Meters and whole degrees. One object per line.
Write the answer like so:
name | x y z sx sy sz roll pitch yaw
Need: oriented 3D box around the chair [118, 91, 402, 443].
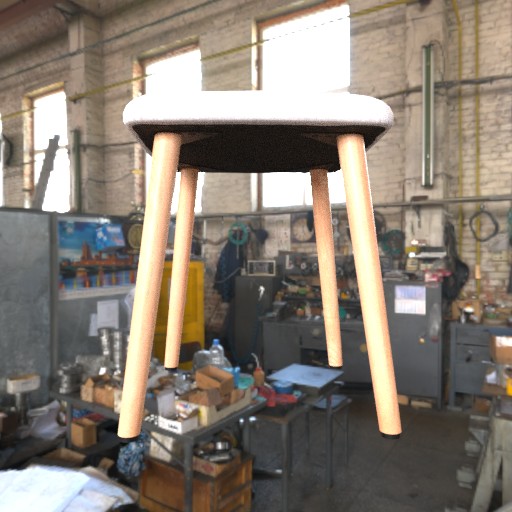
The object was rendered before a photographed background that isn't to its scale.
chair | 0.000 0.000 0.696 0.350 0.440 0.350 0 0 -2
